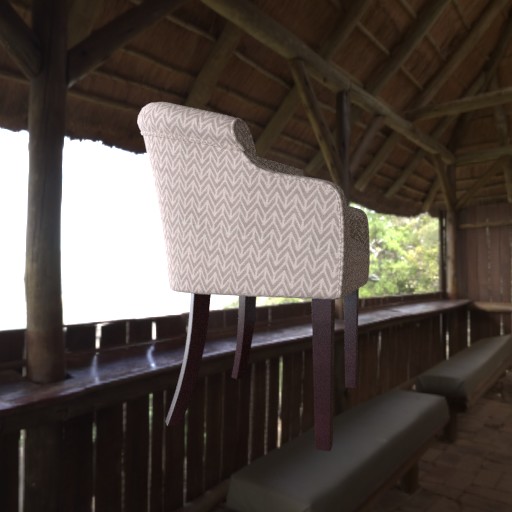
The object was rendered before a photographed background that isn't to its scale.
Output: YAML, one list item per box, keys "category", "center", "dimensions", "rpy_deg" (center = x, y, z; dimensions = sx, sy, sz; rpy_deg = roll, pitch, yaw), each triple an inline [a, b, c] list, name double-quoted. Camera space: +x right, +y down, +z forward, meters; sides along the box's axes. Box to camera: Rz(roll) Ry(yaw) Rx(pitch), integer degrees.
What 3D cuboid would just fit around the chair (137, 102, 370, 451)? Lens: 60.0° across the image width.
- category: "chair"
  center: [0.000, 0.000, 1.303]
  dimensions: [0.613, 0.858, 0.686]
  rpy_deg: [0, 0, 19]
